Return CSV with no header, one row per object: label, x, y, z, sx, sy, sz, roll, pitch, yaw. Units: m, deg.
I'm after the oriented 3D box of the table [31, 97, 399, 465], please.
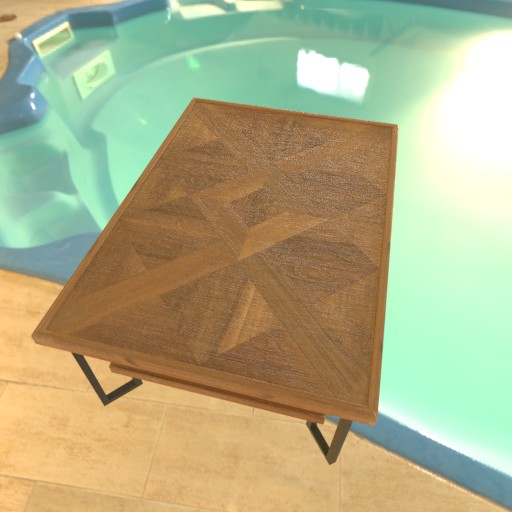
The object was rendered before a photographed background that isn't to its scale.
table,0.000,0.000,1.641,0.877,0.492,1.238,11,49,9
